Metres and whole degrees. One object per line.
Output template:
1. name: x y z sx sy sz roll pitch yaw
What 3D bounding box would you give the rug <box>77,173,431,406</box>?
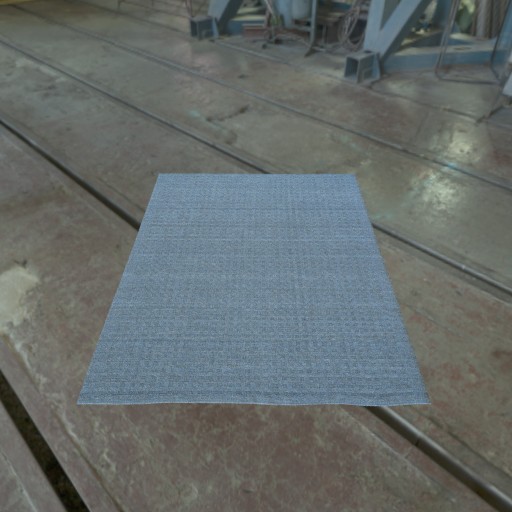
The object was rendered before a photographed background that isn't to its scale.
1. rug: 0.000 0.000 4.265 2.443 0.007 3.200 0 40 0
